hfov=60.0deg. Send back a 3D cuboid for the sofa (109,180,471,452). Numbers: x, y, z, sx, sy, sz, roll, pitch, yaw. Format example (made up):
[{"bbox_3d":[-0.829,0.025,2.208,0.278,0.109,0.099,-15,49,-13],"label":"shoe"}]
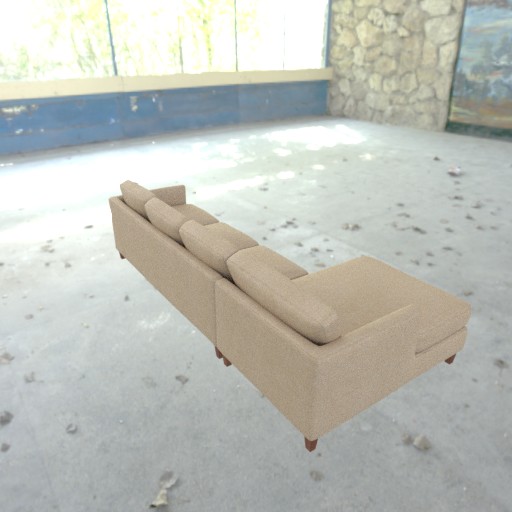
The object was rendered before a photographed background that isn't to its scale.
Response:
[{"bbox_3d":[0.000,0.000,3.823,1.502,0.876,3.201,-17,30,-31],"label":"sofa"}]
